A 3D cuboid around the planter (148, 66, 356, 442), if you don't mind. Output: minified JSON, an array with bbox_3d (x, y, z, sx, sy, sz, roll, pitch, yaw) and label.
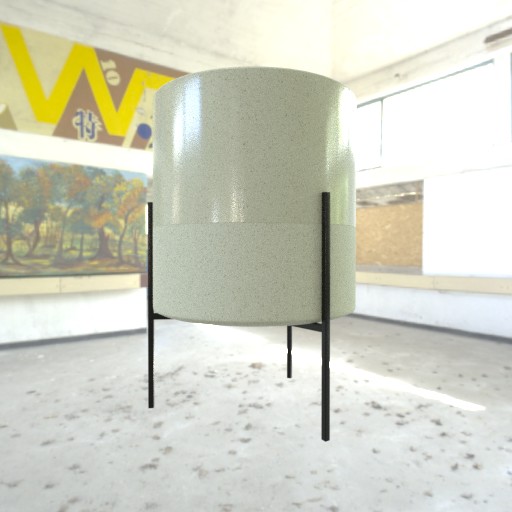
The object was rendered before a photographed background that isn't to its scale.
[{"bbox_3d":[0.000,0.000,0.701,0.314,0.475,0.323,-1,1,-35],"label":"planter"}]
